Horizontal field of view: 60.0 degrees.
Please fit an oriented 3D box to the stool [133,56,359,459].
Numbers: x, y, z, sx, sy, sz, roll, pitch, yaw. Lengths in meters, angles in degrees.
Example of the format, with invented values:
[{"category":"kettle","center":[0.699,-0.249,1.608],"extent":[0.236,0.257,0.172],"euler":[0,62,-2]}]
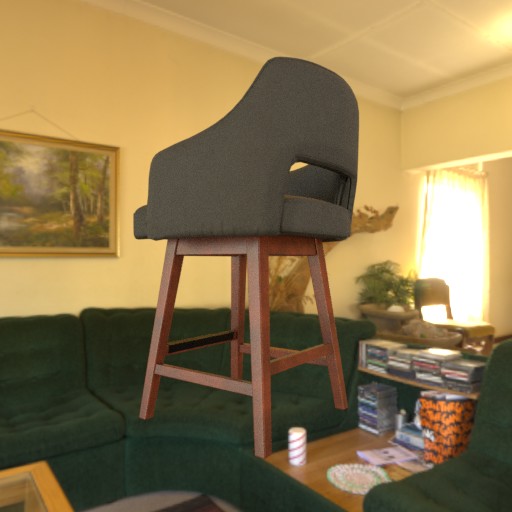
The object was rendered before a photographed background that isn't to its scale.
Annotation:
[{"category":"stool","center":[0.000,0.000,1.274],"extent":[0.558,0.912,0.548],"euler":[0,-1,37]}]
